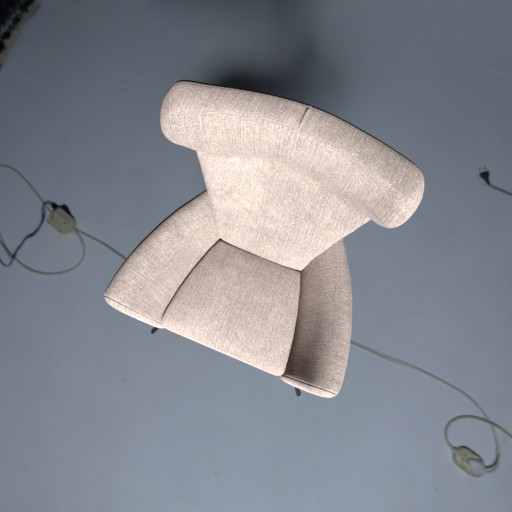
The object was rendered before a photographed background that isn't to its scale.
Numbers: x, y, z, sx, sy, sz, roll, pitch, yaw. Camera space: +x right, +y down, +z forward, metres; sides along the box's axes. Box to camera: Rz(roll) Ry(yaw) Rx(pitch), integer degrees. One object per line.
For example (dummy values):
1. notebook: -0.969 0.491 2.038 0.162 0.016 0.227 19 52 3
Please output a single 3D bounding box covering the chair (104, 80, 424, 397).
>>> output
1. chair: 0.000 0.000 1.815 0.980 1.040 0.900 22 76 6
